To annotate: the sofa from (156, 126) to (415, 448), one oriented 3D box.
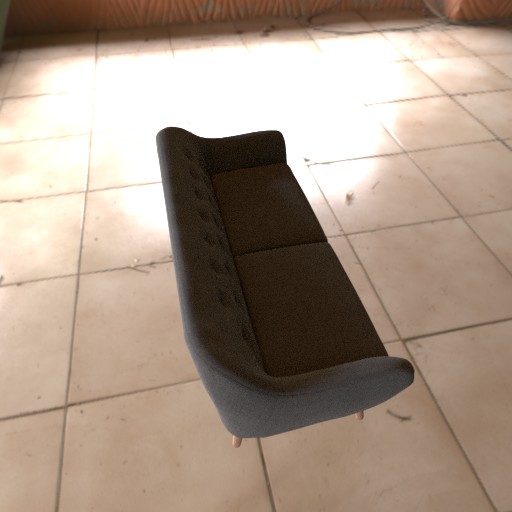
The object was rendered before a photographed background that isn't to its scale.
[{"bbox_3d":[0.000,0.000,2.281,0.820,0.820,1.840,-9,45,-9],"label":"sofa"}]
